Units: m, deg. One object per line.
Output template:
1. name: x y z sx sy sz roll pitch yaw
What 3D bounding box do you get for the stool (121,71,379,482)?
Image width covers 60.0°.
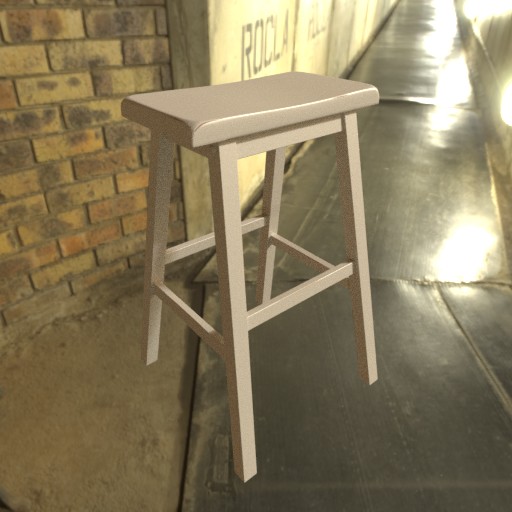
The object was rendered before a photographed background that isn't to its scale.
1. stool: 0.000 0.000 1.034 0.457 0.737 0.476 -23 39 -33
